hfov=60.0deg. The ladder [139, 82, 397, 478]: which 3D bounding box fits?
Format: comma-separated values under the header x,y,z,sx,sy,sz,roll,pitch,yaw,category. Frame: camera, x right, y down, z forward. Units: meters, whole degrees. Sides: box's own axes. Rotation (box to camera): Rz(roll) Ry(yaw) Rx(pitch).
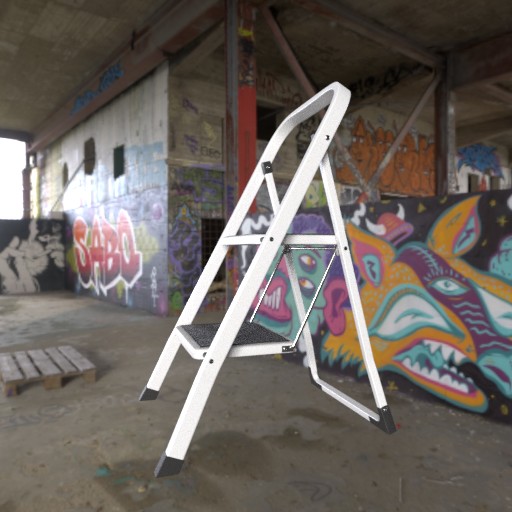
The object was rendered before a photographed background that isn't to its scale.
x,y,z,sx,sy,sz,roll,pitch,yaw,category
0.000,0.000,1.113,0.544,0.810,0.460,0,1,-18,ladder
